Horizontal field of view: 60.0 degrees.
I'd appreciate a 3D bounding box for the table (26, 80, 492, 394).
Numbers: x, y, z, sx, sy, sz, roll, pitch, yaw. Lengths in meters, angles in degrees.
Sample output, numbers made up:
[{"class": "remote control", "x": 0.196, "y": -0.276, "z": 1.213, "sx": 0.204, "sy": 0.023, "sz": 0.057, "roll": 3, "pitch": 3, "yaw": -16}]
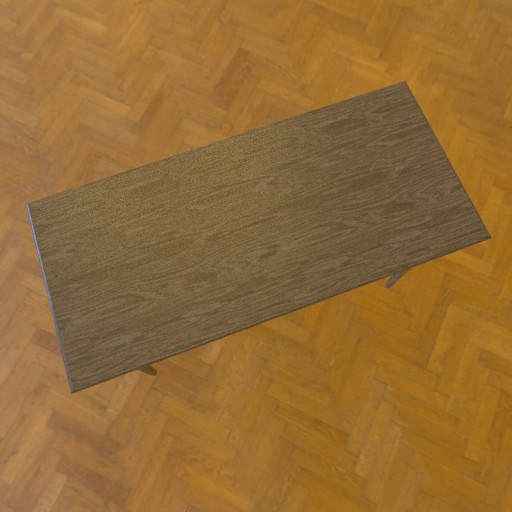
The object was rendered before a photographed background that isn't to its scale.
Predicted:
[{"class": "table", "x": 0.000, "y": 0.000, "z": 1.723, "sx": 1.300, "sy": 0.780, "sz": 0.599, "roll": -20, "pitch": 75, "yaw": -6}]
